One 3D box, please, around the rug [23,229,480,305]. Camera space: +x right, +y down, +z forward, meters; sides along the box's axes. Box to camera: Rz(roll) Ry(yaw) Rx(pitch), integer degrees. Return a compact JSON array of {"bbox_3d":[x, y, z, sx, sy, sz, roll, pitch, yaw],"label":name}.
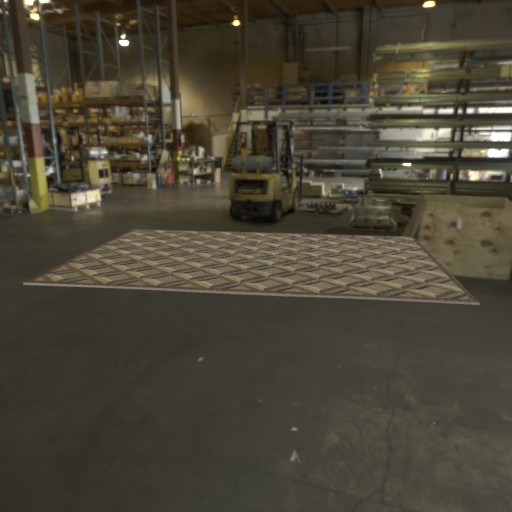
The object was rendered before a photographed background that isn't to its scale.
[{"bbox_3d":[0.000,0.000,2.113,1.677,0.011,1.066,2,15,7],"label":"rug"}]
